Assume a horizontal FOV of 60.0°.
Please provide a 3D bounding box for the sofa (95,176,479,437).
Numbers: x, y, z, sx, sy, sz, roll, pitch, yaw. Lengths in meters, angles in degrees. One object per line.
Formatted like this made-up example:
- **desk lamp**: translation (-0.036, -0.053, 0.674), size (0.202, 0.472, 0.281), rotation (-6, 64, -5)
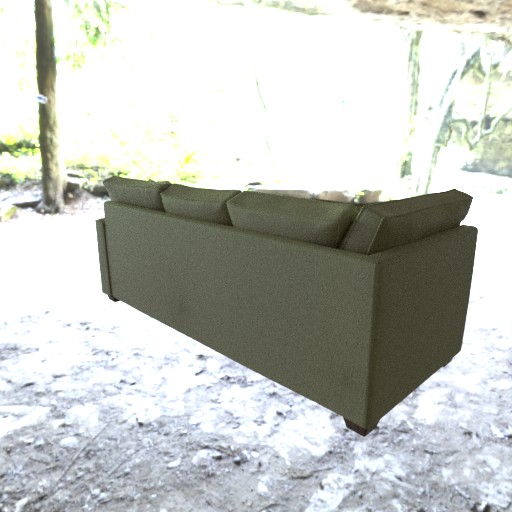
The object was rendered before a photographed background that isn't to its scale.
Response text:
- **sofa**: translation (0.000, 0.000, 2.821), size (1.053, 0.948, 2.323), rotation (-14, 21, -42)
